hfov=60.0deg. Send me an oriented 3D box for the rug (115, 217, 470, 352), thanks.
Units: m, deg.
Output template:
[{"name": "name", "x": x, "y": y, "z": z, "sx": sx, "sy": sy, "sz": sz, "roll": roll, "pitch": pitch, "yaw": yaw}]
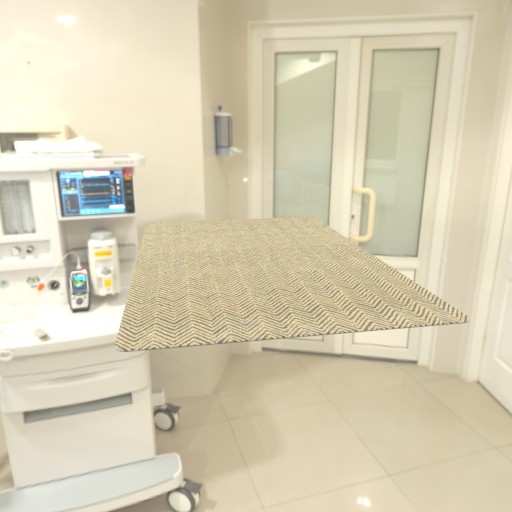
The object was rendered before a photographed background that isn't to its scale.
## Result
[{"name": "rug", "x": 0.000, "y": 0.000, "z": 2.187, "sx": 1.144, "sy": 0.008, "sz": 1.752, "roll": -3, "pitch": 17, "yaw": -10}]
